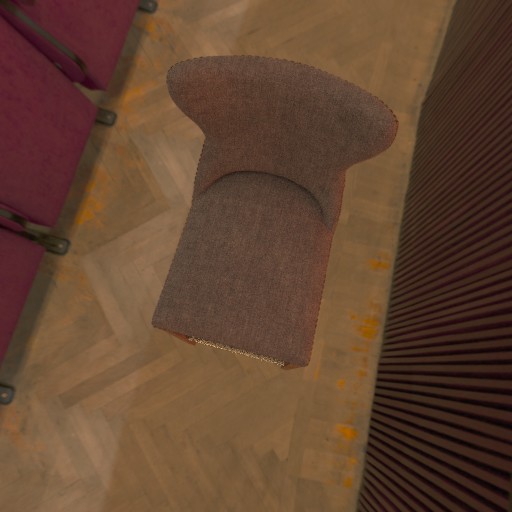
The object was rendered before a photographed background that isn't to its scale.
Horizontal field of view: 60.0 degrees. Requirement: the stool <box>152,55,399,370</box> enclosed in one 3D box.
[{"bbox_3d":[0.000,0.000,1.380,0.494,1.123,0.606,14,76,4],"label":"stool"}]
